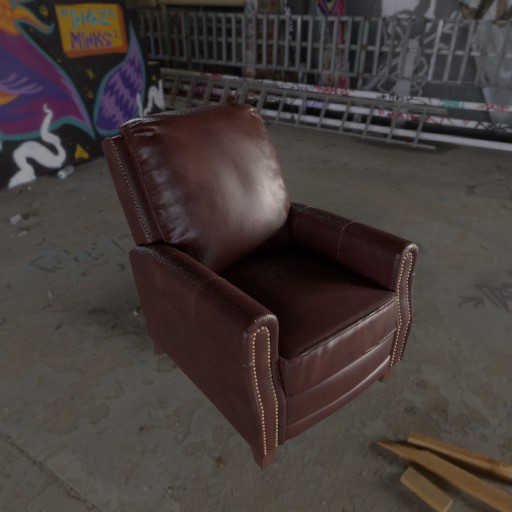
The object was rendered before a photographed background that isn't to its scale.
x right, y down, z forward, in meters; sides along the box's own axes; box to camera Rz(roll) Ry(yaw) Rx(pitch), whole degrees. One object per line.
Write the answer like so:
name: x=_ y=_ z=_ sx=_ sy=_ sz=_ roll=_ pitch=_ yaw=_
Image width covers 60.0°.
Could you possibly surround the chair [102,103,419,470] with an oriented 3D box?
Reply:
chair: x=0.000 y=0.000 z=1.790 sx=0.826 sy=1.022 sz=1.089 roll=-21 pitch=36 yaw=-32
